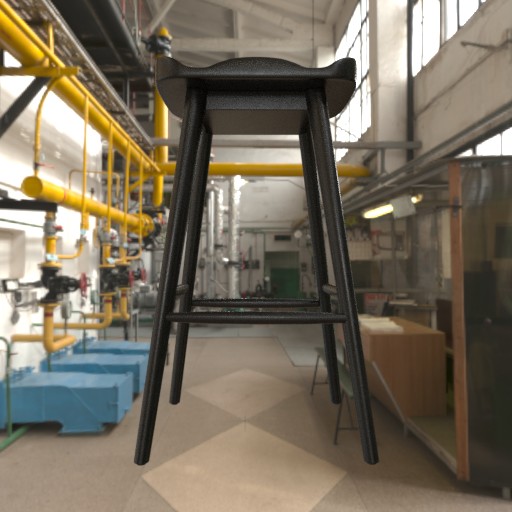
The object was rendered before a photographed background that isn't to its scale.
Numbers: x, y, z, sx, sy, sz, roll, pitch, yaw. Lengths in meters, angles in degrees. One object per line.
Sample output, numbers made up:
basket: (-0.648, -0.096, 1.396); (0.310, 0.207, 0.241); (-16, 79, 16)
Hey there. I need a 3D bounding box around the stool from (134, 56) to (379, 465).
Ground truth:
stool: (0.000, 0.000, 0.968); (0.440, 0.749, 0.361); (0, -1, 0)
